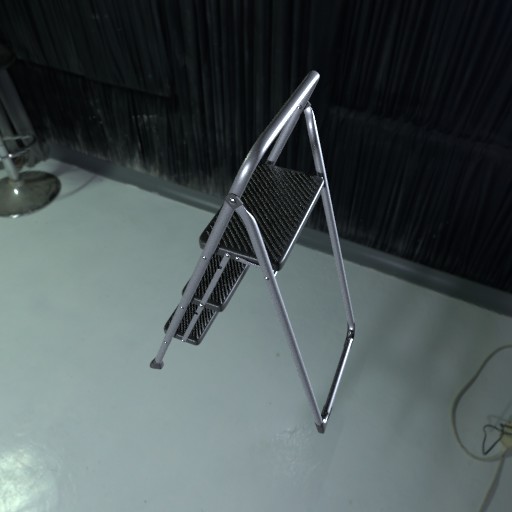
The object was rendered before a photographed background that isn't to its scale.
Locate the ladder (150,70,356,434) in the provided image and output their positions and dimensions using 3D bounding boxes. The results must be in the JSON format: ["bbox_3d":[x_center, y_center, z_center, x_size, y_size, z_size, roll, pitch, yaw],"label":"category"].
[{"bbox_3d":[0.000,0.000,1.244,0.629,0.945,0.430,17,48,16],"label":"ladder"}]
